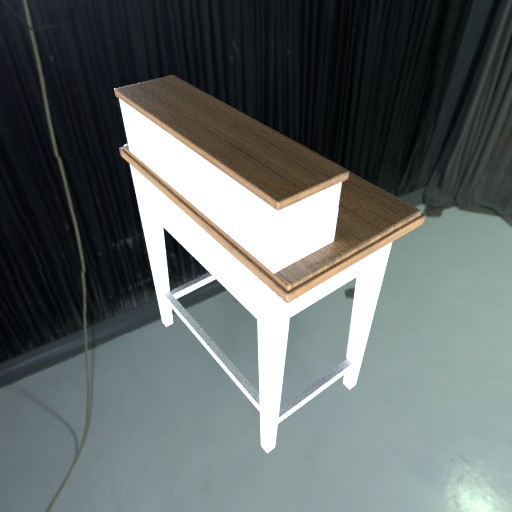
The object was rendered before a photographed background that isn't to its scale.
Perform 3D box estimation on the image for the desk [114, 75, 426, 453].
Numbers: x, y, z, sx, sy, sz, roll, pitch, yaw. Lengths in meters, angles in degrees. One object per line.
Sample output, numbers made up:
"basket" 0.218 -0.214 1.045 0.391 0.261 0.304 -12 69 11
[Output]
"desk" 0.000 0.000 1.449 0.462 0.981 0.814 -27 47 -28
